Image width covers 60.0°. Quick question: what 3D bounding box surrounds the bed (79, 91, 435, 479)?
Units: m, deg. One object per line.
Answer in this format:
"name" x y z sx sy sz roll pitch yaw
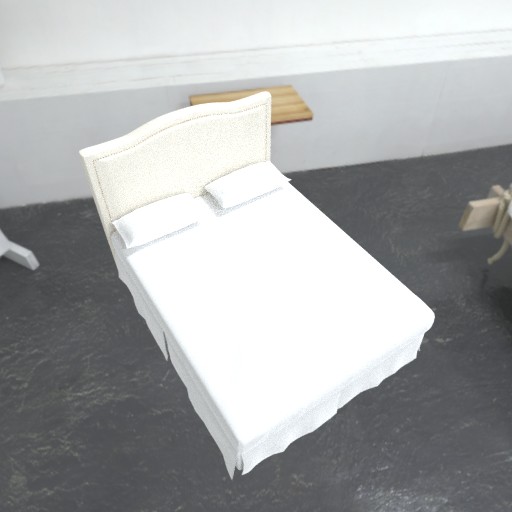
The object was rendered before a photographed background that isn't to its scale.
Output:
"bed" 0.000 0.000 3.441 1.821 1.436 2.282 -26 52 -22
